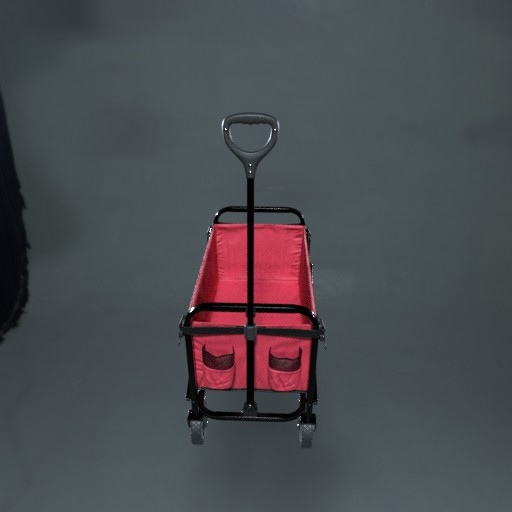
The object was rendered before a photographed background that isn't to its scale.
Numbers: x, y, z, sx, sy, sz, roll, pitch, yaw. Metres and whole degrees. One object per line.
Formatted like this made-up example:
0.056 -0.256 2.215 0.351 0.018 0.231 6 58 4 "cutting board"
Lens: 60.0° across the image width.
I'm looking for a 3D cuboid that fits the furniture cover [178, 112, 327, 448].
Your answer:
0.000 0.000 1.826 0.532 1.295 1.038 1 29 2 "furniture cover"
